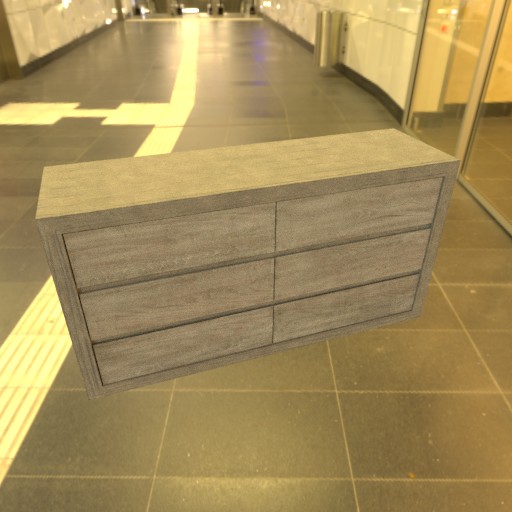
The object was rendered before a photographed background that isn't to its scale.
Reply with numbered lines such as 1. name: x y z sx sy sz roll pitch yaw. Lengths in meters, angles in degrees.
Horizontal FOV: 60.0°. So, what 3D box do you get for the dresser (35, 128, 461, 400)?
1. dresser: 0.000 0.000 2.038 1.628 0.889 0.483 -10 34 -16
